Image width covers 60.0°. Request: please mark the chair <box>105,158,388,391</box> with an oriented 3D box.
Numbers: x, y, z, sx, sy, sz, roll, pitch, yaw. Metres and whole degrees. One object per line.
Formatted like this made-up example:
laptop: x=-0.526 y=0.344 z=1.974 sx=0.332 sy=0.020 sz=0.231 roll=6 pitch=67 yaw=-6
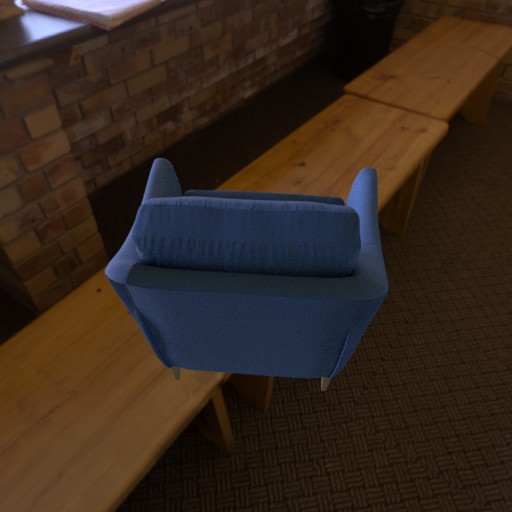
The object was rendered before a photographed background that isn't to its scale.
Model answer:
chair: x=0.000 y=0.000 z=1.755 sx=0.987 sy=0.899 sz=0.961 roll=3 pitch=45 yaw=3
